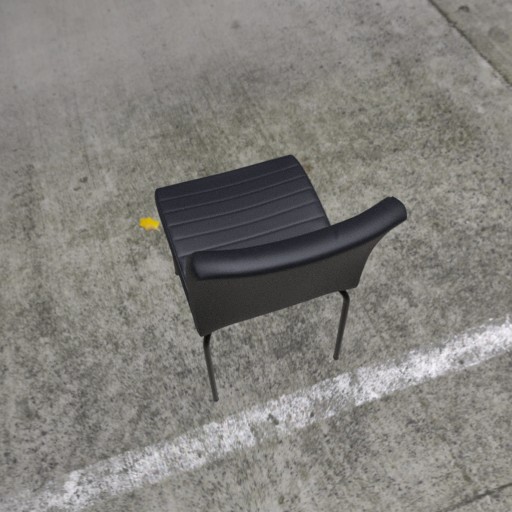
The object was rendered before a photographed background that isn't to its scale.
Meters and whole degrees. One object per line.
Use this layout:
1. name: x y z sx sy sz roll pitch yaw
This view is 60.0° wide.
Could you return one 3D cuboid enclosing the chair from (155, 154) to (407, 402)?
1. chair: 0.000 0.000 1.191 0.450 0.872 0.572 -16 60 -10
